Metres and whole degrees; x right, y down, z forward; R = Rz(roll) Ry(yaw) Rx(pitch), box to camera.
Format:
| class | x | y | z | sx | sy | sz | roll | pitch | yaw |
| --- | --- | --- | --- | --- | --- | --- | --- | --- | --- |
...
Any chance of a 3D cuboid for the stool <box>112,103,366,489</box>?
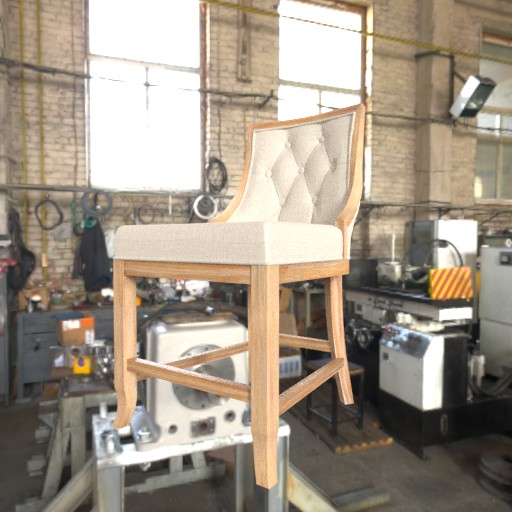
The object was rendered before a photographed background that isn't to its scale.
| class | x | y | z | sx | sy | sz | roll | pitch | yaw |
| --- | --- | --- | --- | --- | --- | --- | --- | --- | --- |
| stool | 0.000 | 0.000 | 1.300 | 0.524 | 0.938 | 0.626 | 1 | 2 | 36 |
